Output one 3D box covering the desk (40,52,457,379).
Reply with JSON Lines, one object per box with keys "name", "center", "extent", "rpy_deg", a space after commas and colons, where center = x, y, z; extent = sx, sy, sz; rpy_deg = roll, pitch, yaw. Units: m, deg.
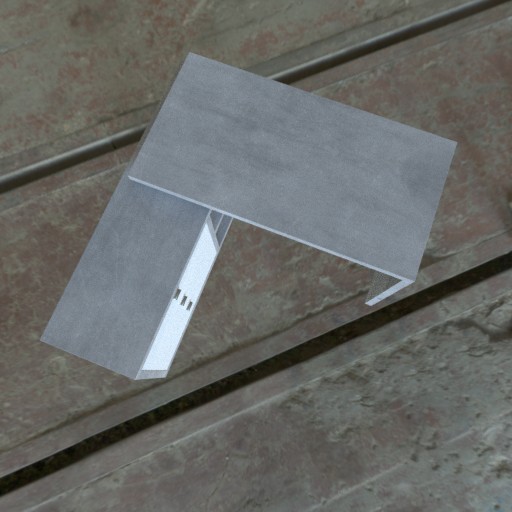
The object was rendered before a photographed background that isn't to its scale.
{"name": "desk", "center": [0.000, 0.000, 2.283], "extent": [1.400, 0.740, 1.500], "rpy_deg": [21, 77, 5]}
